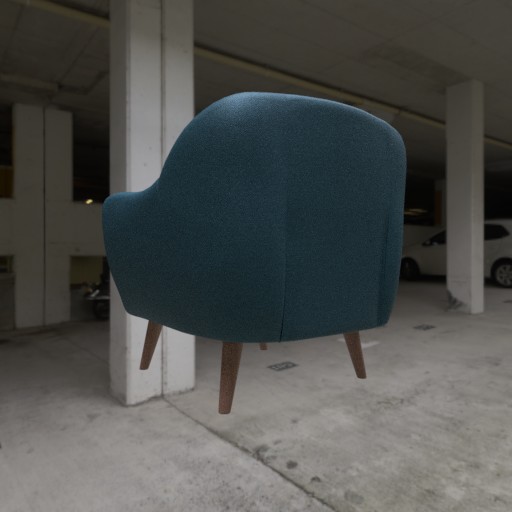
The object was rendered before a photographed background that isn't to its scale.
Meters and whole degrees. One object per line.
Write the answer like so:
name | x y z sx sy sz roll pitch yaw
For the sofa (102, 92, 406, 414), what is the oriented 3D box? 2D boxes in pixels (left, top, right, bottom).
sofa | 0.000 0.000 1.508 0.836 0.817 0.825 0 1 -36
